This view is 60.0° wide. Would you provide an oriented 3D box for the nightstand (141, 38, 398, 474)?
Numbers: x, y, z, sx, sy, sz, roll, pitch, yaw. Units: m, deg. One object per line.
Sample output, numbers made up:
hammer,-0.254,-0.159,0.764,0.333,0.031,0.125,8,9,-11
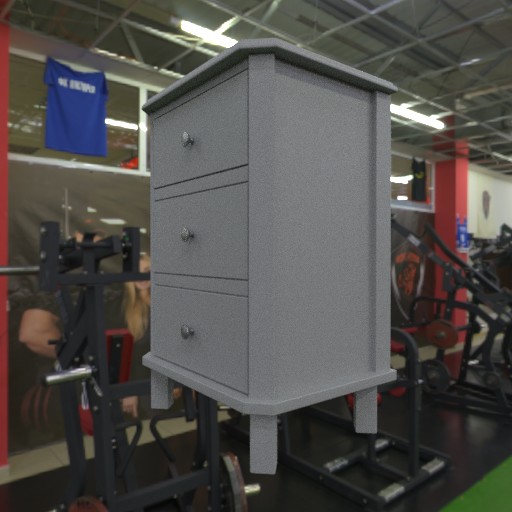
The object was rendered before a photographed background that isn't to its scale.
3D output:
nightstand,0.000,0.000,0.935,0.350,0.680,0.450,0,1,-38
